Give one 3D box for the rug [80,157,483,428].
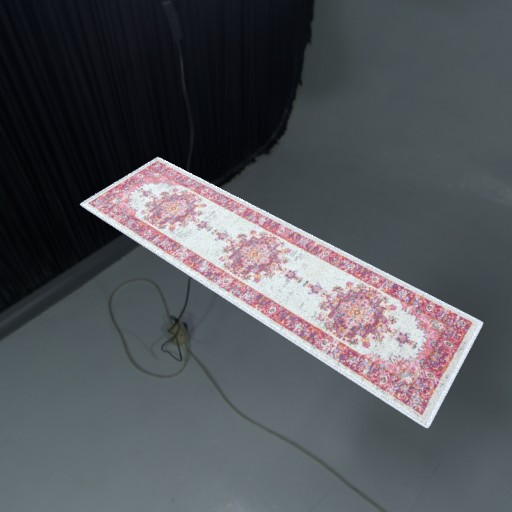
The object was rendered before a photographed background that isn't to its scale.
[{"bbox_3d":[0.000,0.000,2.463,2.294,0.011,0.666,30,53,25],"label":"rug"}]
